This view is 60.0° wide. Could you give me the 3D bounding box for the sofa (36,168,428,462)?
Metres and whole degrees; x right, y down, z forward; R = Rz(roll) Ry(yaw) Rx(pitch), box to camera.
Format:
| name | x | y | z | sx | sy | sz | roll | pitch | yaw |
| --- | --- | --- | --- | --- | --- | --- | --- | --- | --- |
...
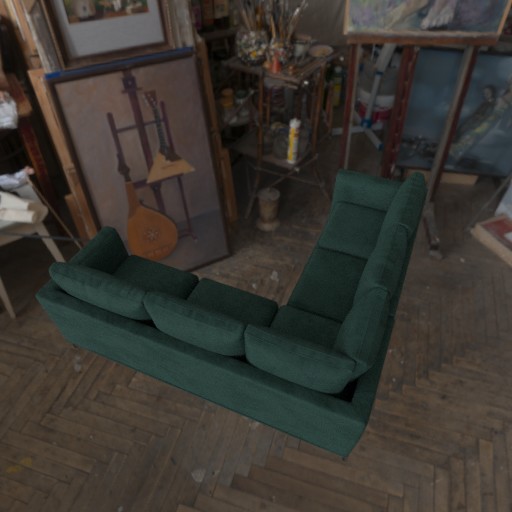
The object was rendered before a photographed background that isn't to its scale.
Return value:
| name | x | y | z | sx | sy | sz | roll | pitch | yaw |
| --- | --- | --- | --- | --- | --- | --- | --- | --- | --- |
| sofa | 0.000 | 0.000 | 3.837 | 2.452 | 1.004 | 2.468 | 17 | 48 | 16 |
